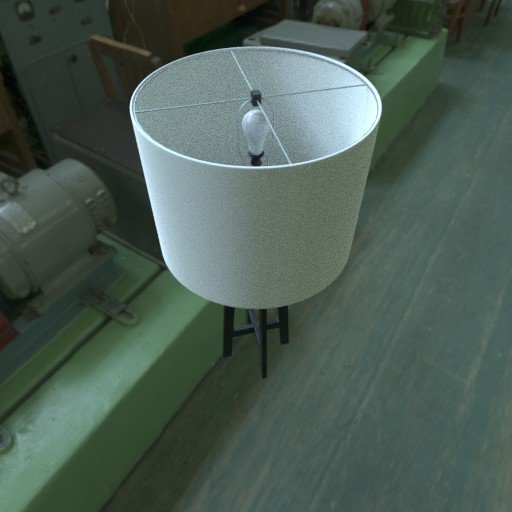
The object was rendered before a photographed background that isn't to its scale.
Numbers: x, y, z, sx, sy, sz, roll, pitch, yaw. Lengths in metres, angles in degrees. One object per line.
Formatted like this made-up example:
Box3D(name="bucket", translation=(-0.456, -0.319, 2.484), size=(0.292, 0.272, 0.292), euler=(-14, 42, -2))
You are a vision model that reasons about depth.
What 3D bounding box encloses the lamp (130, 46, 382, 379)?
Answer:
Box3D(name="lamp", translation=(0.000, 0.000, 0.634), size=(0.257, 0.489, 0.257), euler=(23, 51, 21))
